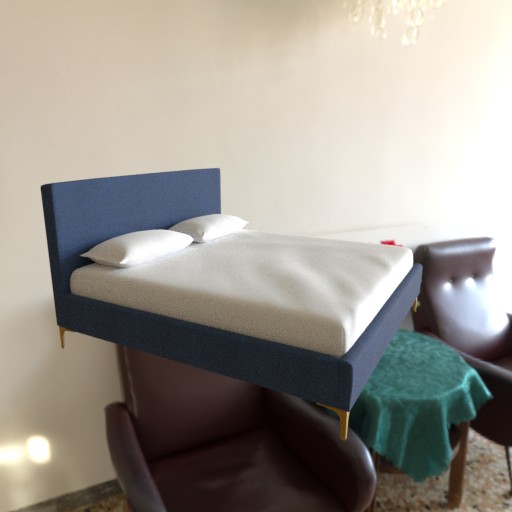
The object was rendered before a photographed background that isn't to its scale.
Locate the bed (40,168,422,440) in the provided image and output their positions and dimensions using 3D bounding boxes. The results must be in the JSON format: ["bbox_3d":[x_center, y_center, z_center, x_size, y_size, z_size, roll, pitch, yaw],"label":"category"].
[{"bbox_3d":[0.000,0.000,3.523,2.232,1.231,2.096,8,17,28],"label":"bed"}]
